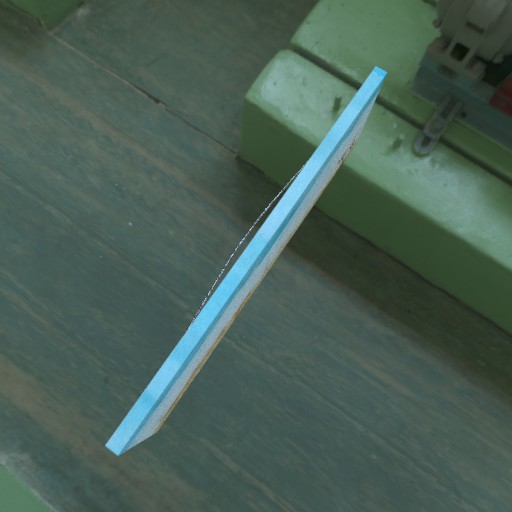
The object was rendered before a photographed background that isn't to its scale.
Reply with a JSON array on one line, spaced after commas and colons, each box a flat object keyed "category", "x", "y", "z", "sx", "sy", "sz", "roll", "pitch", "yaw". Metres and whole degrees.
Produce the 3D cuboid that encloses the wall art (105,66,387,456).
[{"category": "wall art", "x": 0.000, "y": 0.000, "z": 0.827, "sx": 0.044, "sy": 0.254, "sz": 0.759, "roll": 33, "pitch": 78, "yaw": 8}]
